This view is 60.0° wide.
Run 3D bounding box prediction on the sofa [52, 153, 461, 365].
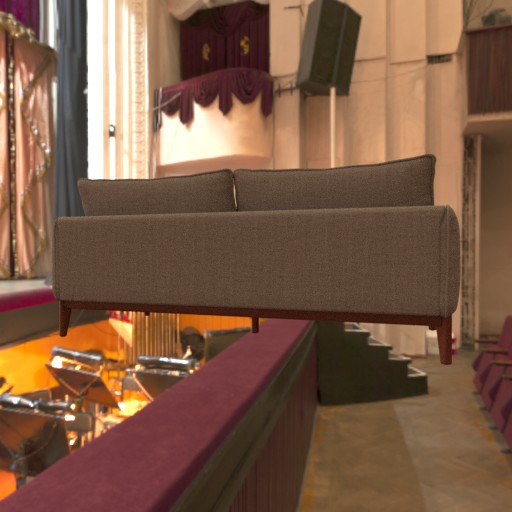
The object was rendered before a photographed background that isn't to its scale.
[{"bbox_3d":[0.000,0.000,2.448,1.989,0.851,0.972,0,0,18],"label":"sofa"}]
